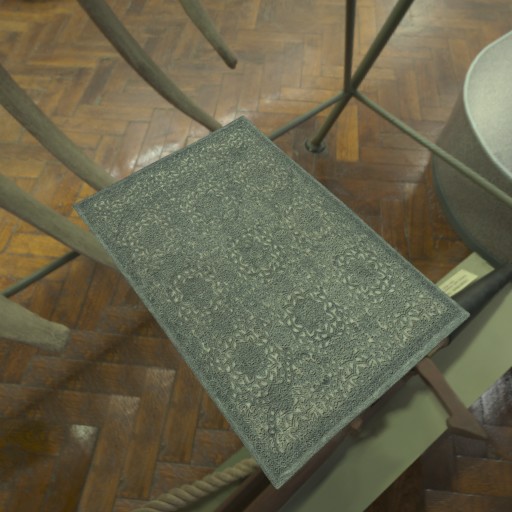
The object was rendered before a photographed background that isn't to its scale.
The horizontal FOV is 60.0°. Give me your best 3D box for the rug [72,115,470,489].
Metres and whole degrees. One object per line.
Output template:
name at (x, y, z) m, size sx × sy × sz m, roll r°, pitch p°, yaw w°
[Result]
rug at (0.000, 0.000, 2.334) m, size 1.224 × 0.016 × 1.830 m, roll -34°, pitch 64°, yaw -19°
